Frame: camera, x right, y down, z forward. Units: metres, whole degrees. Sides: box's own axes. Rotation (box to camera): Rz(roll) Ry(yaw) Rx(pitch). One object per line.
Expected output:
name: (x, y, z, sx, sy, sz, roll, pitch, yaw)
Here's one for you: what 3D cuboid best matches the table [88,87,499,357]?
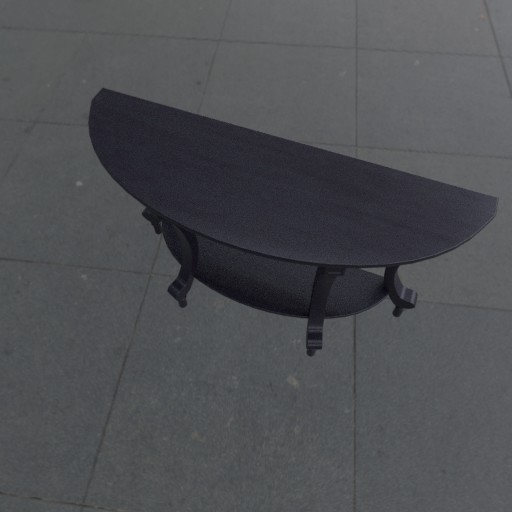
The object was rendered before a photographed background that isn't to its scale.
table: (0.000, 0.000, 1.461, 1.198, 0.692, 0.394, 19, 59, 12)
